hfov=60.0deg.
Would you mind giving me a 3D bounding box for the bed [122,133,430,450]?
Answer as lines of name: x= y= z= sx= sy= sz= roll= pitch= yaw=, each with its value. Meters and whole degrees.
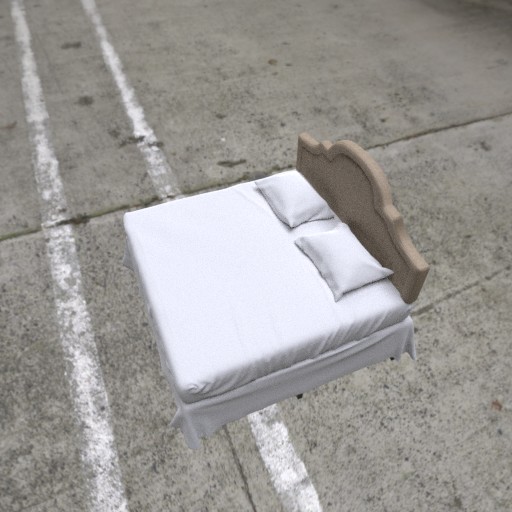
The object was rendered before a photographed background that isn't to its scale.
bed: x=0.000 y=0.000 z=3.877 sx=2.222 sy=1.631 sz=2.303 roll=-17 pitch=49 yaw=-16
